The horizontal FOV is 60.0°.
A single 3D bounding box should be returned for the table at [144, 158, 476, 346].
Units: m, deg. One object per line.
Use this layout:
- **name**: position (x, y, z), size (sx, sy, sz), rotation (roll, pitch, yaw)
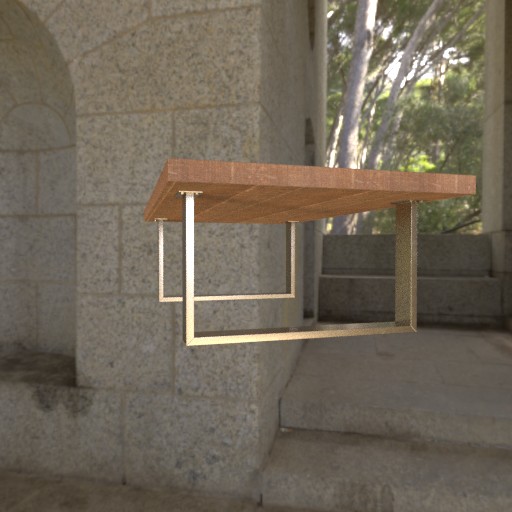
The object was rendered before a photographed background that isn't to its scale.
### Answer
- **table**: position (0.000, 0.000, 1.730), size (0.800, 0.440, 1.400), rotation (0, 1, -16)
